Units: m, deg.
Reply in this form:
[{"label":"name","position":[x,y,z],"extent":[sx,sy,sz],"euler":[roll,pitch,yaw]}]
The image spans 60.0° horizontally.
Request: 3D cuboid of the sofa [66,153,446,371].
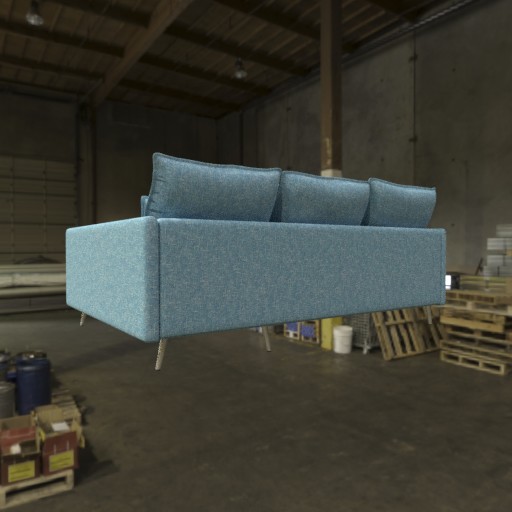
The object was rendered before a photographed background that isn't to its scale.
[{"label":"sofa","position":[0.000,0.000,2.876],"extent":[2.034,0.899,1.420],"euler":[-1,1,-35]}]
